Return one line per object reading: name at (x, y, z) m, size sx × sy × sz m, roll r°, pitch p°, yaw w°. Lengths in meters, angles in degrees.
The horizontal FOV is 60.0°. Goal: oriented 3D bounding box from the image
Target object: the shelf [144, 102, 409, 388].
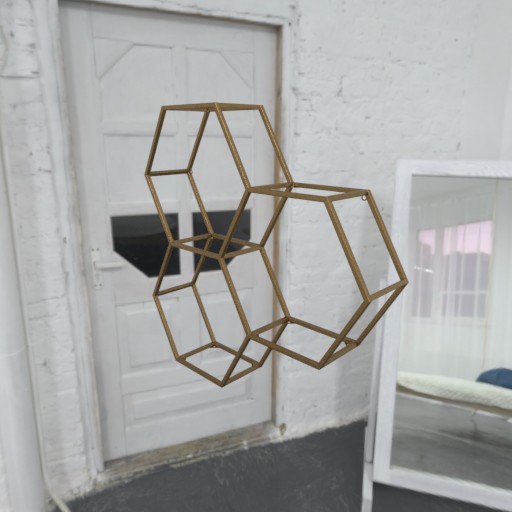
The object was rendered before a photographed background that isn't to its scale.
shelf at (0.000, 0.000, 1.071) m, size 0.708 × 0.701 × 0.150 m, roll 15°, pitch 22°, yaw 42°
